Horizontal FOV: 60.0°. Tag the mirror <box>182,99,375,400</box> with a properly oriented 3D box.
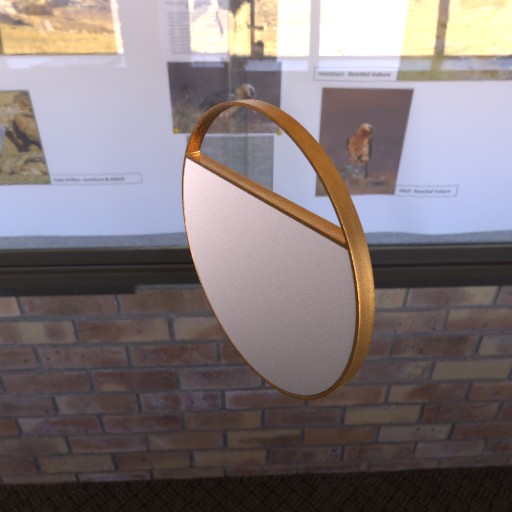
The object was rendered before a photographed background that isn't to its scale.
[{"bbox_3d":[0.000,0.000,0.849,0.032,0.565,0.565,-19,35,-29],"label":"mirror"}]
